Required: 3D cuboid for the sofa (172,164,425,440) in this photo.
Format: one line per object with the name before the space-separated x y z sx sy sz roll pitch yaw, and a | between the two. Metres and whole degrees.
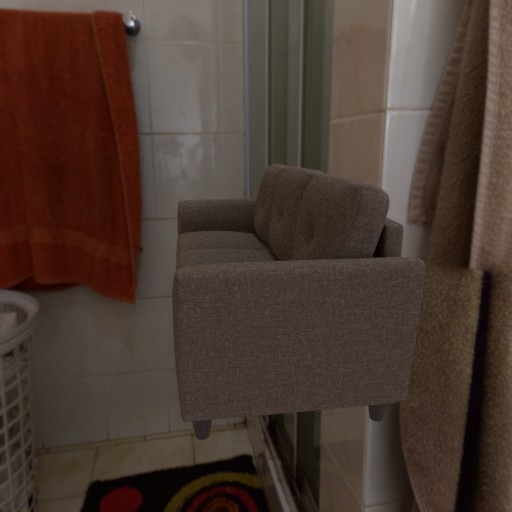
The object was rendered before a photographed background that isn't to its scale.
sofa | 0.000 0.000 2.309 0.837 0.891 1.847 -2 14 -9
